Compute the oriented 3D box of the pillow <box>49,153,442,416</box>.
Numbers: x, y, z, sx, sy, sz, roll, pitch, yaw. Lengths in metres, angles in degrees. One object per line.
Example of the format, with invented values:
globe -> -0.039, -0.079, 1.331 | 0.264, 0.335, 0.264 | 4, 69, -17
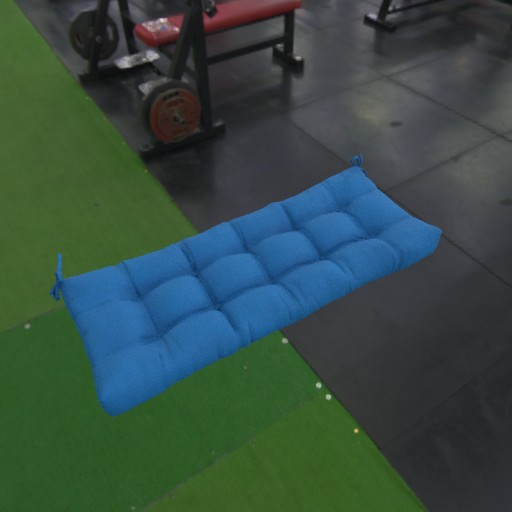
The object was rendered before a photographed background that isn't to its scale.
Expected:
pillow -> 0.000, 0.000, 1.391 | 1.194, 0.174, 0.511 | -24, 52, -20
